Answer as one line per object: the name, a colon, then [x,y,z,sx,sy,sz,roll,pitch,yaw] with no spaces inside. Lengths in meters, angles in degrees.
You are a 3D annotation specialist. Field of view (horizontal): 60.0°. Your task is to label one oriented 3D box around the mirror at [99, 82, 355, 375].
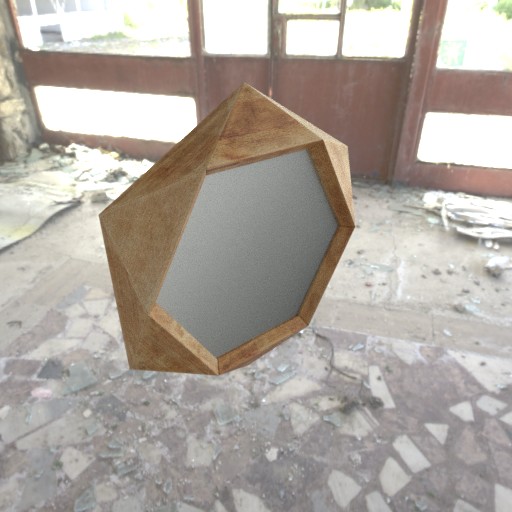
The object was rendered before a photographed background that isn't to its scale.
mirror: [0.000,0.000,1.066,0.675,0.779,0.091,-22,37,-32]
